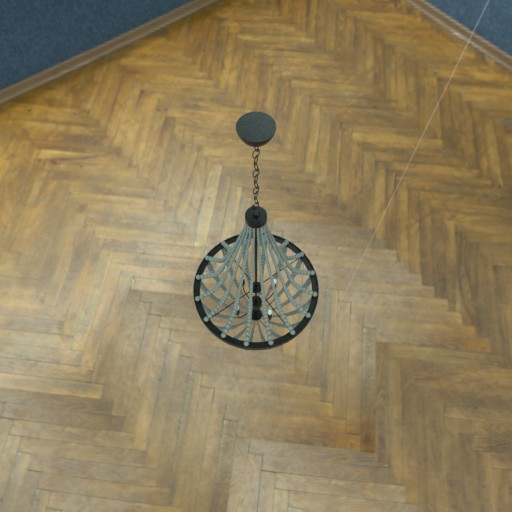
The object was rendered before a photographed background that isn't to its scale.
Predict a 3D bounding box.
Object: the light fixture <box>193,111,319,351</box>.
[{"bbox_3d":[0.000,0.000,1.367,0.450,1.133,0.450,0,64,0],"label":"light fixture"}]
